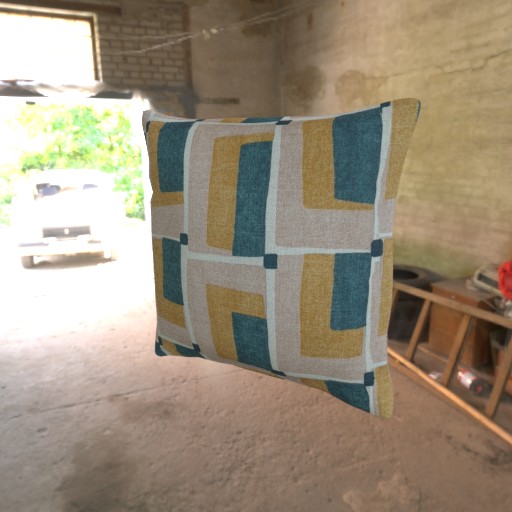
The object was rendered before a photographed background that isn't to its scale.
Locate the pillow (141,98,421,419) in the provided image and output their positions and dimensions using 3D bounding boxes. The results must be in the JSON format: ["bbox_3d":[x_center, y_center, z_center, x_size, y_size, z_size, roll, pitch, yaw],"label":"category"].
[{"bbox_3d":[0.000,0.000,0.735,0.478,0.479,0.158,8,16,28],"label":"pillow"}]
